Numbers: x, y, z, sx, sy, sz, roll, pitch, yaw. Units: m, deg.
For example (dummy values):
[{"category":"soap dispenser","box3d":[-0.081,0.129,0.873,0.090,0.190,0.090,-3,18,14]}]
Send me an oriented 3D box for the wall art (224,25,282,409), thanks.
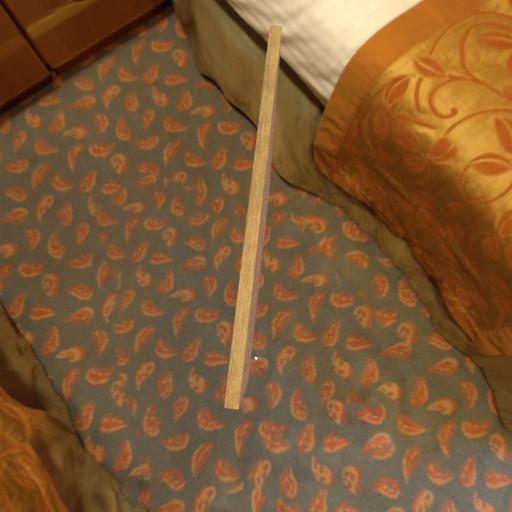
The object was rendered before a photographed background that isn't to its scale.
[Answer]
[{"category":"wall art","box3d":[0.000,0.000,0.920,0.018,0.686,0.534,6,77,1]}]
